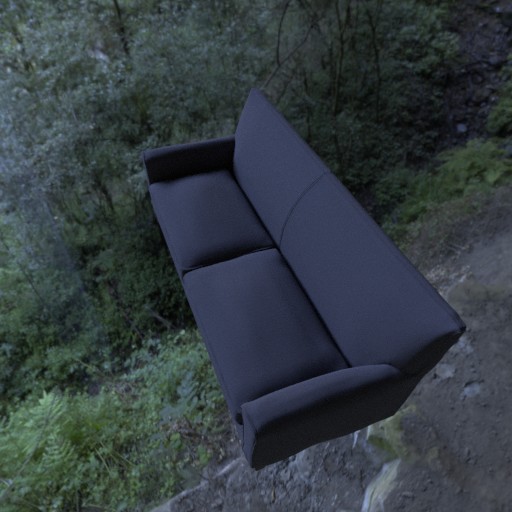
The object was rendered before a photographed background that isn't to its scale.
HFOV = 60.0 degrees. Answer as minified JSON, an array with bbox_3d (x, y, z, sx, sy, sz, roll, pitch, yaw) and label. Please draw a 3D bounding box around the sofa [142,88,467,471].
[{"bbox_3d":[0.000,0.000,2.428,0.843,0.907,2.002,-16,49,-15],"label":"sofa"}]
